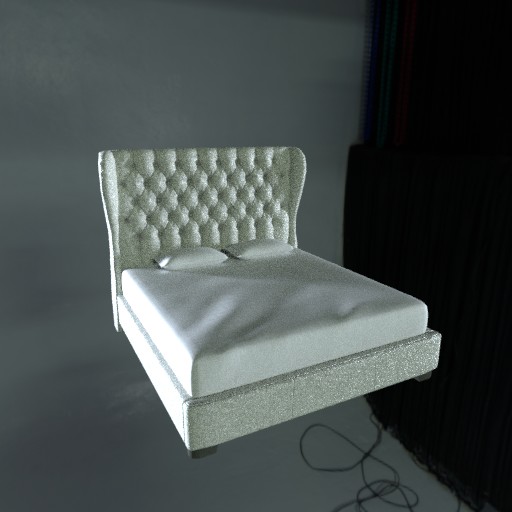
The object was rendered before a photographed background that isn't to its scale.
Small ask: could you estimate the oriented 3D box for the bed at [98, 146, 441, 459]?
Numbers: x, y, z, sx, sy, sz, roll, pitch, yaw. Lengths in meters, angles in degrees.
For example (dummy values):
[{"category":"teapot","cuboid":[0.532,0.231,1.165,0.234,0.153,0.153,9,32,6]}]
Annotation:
[{"category":"bed","cuboid":[0.000,0.000,3.897,2.219,1.771,2.347,-8,18,-26]}]
